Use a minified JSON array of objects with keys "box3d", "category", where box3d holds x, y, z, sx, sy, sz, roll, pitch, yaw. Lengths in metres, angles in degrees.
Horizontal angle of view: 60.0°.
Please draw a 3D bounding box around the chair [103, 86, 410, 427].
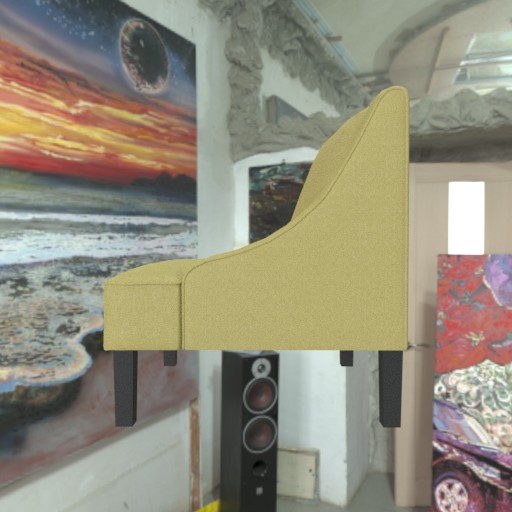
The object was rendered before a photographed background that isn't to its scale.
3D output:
[{"box3d":[0.000,0.000,1.489,0.814,0.896,0.696,0,1,0],"category":"chair"}]
